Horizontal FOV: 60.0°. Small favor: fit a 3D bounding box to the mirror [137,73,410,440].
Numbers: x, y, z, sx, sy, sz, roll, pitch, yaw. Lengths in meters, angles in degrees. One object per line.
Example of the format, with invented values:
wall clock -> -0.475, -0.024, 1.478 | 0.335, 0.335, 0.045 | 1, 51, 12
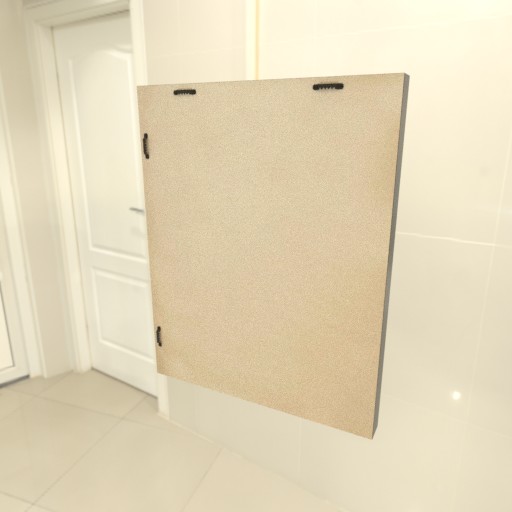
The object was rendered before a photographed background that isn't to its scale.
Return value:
mirror -> 0.000, 0.000, 0.689 | 0.405, 0.508, 0.041 | 8, 19, 26
